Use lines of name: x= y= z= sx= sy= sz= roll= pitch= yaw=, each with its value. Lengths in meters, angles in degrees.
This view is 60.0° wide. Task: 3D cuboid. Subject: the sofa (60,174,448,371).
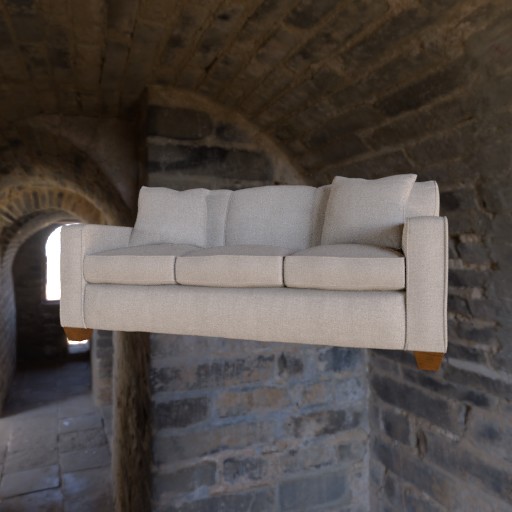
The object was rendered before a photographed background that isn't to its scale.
sofa: x=0.000 y=0.000 z=2.584 sx=2.024 sy=0.958 sz=0.997 roll=0 pitch=1 yaw=19
